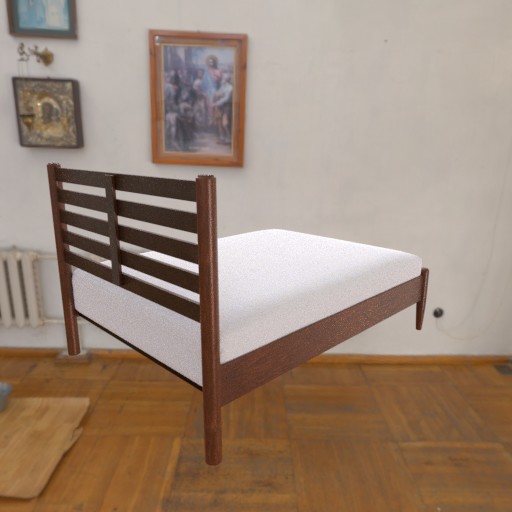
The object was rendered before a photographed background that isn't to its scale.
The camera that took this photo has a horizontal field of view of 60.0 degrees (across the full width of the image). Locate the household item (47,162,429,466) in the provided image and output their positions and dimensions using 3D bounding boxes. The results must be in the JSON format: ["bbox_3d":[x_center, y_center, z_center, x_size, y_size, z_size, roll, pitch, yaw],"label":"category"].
[{"bbox_3d":[0.000,0.000,3.245,2.232,1.356,1.663,-14,20,-43],"label":"household item"}]
